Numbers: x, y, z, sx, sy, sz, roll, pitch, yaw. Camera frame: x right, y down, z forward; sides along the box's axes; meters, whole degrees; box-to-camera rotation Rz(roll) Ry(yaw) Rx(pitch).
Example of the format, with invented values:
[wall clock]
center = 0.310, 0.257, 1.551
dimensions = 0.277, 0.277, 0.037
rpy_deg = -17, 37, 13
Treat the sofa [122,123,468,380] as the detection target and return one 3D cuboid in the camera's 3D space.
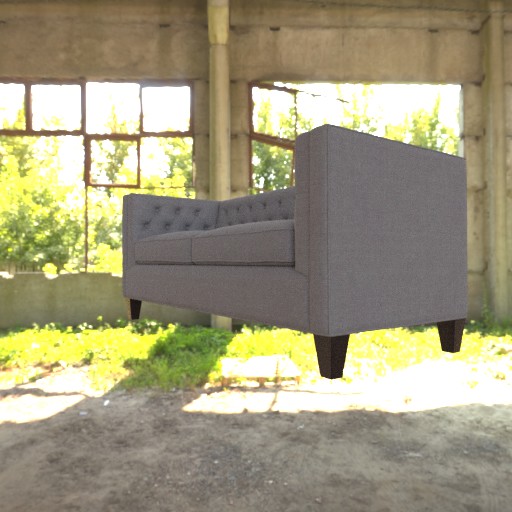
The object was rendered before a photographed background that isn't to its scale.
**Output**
[sofa]
center = 0.000, 0.000, 2.226
dimensions = 0.775, 0.762, 1.778
rpy_deg = 0, -1, -36
